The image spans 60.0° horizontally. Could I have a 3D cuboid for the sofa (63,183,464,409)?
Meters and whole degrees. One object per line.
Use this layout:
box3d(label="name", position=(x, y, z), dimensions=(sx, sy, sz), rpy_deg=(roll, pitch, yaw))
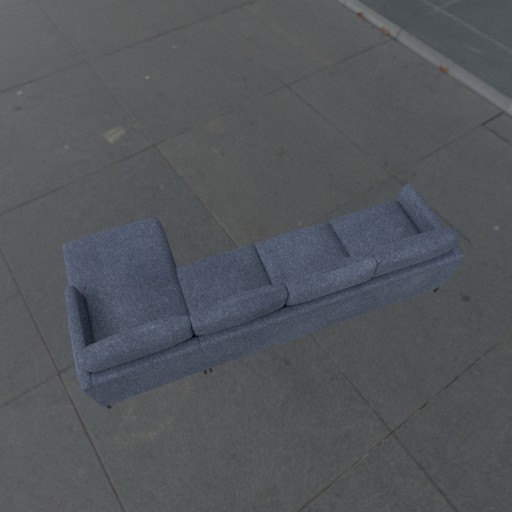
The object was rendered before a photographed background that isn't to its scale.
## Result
box3d(label="sofa", position=(0.000, 0.000, 3.572), dimensions=(2.932, 0.810, 1.350), rpy_deg=(-17, 59, -11))
